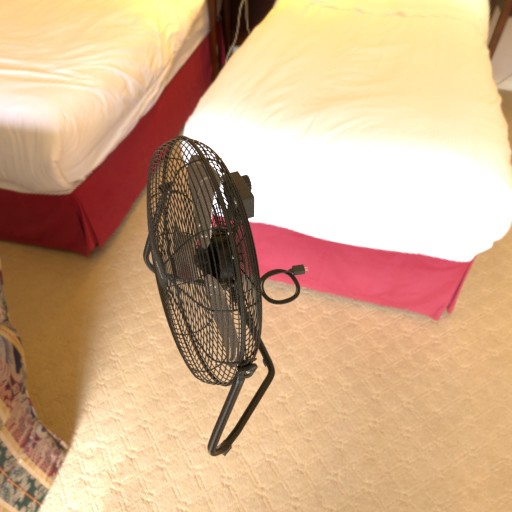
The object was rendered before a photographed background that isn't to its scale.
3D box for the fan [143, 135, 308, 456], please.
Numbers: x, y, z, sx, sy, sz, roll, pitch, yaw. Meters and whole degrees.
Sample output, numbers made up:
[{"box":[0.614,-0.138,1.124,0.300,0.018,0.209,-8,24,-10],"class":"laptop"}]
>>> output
[{"box":[0.000,0.000,0.929,0.424,0.546,0.555,-17,49,-15],"class":"fan"}]
